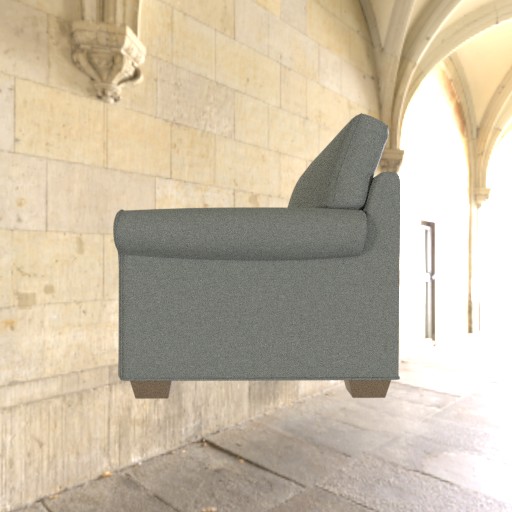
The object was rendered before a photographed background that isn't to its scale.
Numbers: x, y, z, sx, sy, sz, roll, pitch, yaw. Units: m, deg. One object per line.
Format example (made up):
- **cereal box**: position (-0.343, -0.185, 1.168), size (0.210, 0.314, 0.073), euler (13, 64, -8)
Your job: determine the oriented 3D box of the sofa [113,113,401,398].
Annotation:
- **sofa**: position (0.000, 0.000, 2.078), size (0.940, 0.953, 1.410), euler (0, -1, -1)
